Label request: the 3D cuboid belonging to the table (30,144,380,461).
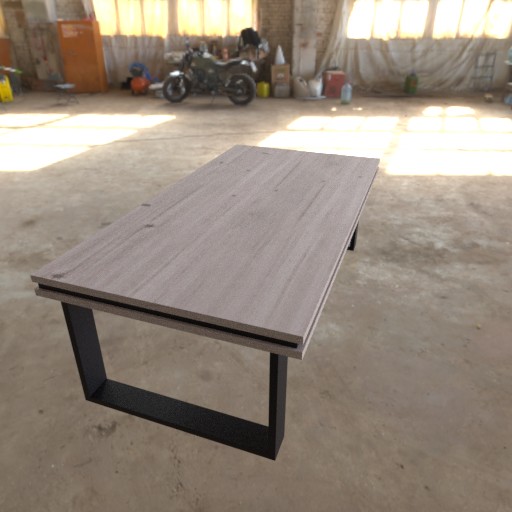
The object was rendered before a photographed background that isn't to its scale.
[{"bbox_3d":[0.000,0.000,1.660,0.700,0.450,1.350,10,30,18],"label":"table"}]
